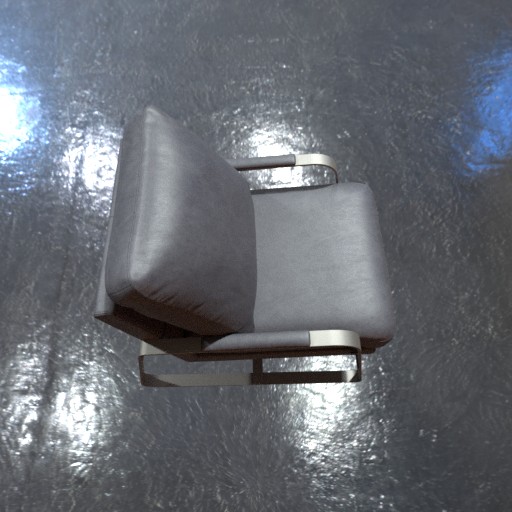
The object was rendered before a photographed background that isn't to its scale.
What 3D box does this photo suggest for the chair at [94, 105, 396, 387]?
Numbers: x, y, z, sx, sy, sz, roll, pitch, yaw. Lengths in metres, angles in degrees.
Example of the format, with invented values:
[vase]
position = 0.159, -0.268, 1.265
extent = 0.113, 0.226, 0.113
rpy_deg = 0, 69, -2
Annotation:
[chair]
position = 0.000, 0.000, 1.501
extent = 0.878, 0.839, 0.692
rpy_deg = -1, 63, -1
